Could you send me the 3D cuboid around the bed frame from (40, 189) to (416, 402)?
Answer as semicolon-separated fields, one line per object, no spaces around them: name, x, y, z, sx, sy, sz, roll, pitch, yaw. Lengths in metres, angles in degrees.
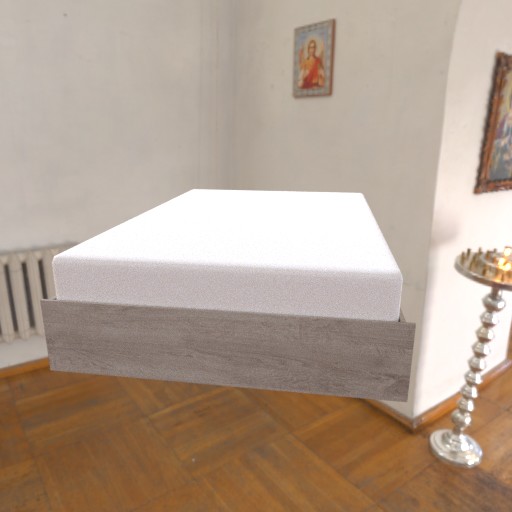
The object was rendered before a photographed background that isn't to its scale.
bed frame;0.000;0.000;2.606;1.445;0.497;1.945;3;17;9
